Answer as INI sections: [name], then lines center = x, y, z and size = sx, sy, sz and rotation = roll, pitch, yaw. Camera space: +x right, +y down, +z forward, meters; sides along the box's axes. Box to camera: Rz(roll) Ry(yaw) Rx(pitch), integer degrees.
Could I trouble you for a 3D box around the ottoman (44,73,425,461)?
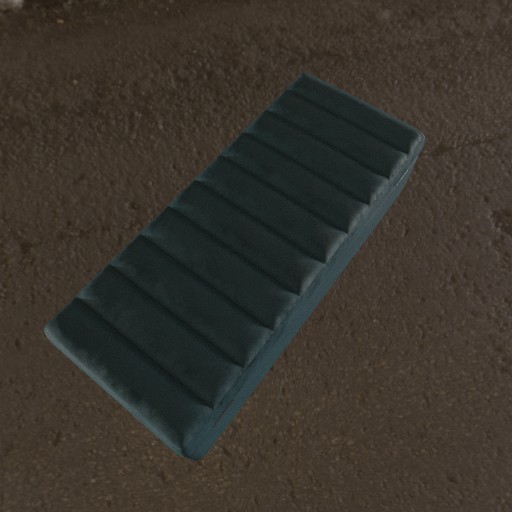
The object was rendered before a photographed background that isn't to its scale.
[ottoman]
center = 0.000, 0.000, 1.409
size = 0.482, 0.469, 1.151
rotation = 34, 68, 16
